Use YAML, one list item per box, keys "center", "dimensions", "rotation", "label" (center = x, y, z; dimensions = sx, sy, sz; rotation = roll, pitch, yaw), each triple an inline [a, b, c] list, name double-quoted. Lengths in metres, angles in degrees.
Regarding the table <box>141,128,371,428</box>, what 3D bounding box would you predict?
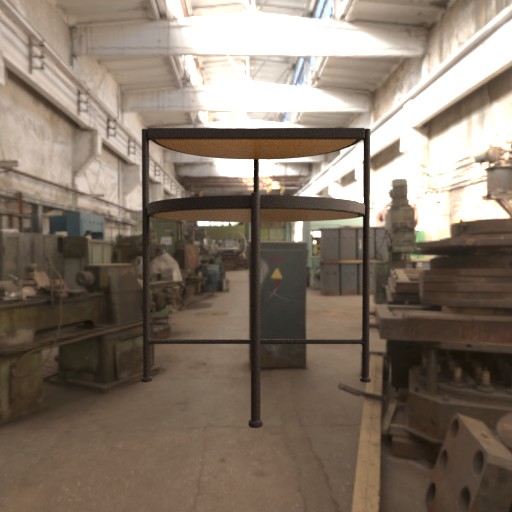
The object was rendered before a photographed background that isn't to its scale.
- center: [0.000, 0.000, 1.206]
  dimensions: [0.629, 0.684, 0.628]
  rotation: [0, 1, 0]
  label: "table"
